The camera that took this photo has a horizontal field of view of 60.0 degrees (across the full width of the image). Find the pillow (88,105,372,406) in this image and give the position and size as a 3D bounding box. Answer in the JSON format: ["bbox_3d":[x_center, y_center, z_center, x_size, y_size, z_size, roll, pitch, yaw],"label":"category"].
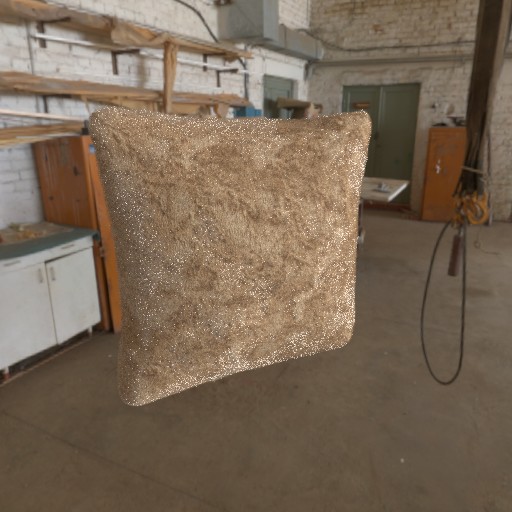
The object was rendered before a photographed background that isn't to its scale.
[{"bbox_3d":[0.000,0.000,0.823,0.538,0.525,0.216,-9,19,-26],"label":"pillow"}]
